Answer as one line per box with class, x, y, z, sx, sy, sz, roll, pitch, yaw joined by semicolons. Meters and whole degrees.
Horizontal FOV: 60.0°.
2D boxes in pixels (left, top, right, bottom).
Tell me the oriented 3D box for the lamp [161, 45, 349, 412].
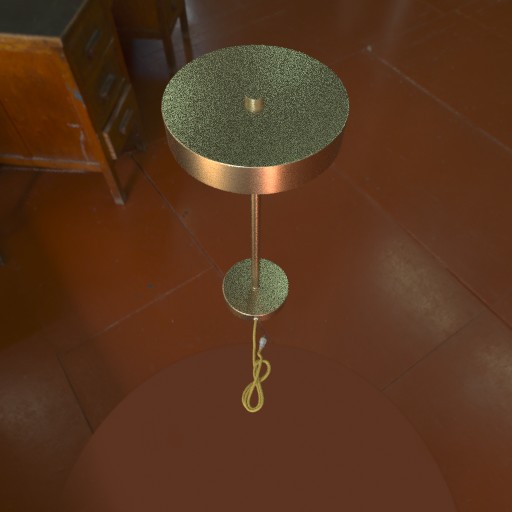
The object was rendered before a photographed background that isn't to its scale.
lamp;0.000;0.000;0.710;0.229;0.508;0.369;-1;57;0
